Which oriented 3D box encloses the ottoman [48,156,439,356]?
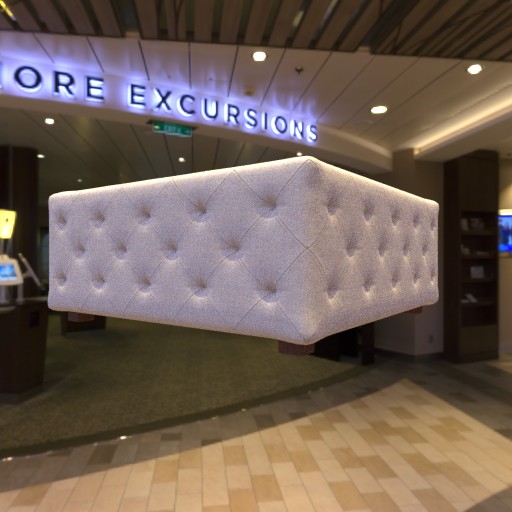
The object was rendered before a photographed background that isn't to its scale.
[{"bbox_3d":[0.000,0.000,1.612,1.028,0.439,1.028,0,0,36],"label":"ottoman"}]
